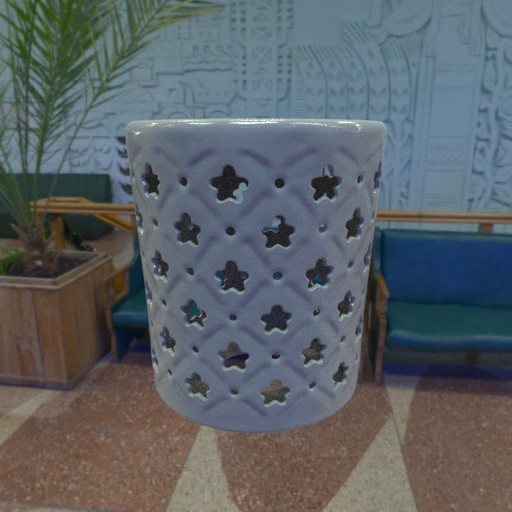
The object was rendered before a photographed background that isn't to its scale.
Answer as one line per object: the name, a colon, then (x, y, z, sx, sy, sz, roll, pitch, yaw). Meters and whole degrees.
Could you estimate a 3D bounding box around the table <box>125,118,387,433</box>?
table: (0.000, 0.000, 0.662, 0.352, 0.387, 0.352, 0, 15, 0)
